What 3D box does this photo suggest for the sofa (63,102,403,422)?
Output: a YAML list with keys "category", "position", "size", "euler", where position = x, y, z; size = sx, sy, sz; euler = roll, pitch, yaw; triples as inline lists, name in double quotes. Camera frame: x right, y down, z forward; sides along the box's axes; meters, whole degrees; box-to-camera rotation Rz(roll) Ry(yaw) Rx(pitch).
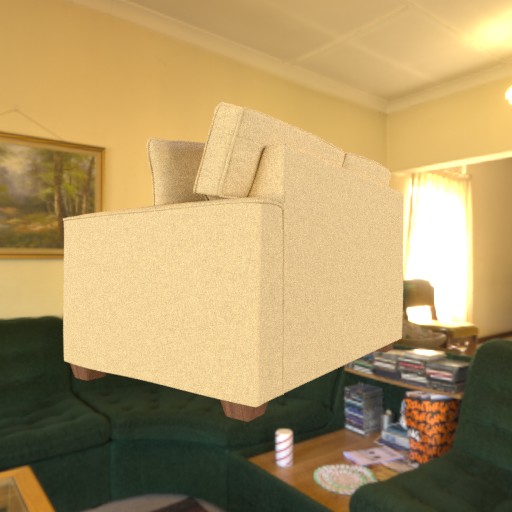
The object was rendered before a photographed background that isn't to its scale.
- category: "sofa"
  position: [0.000, 0.000, 2.077]
  size: [0.991, 0.989, 1.388]
  euler: [-1, -1, 35]
